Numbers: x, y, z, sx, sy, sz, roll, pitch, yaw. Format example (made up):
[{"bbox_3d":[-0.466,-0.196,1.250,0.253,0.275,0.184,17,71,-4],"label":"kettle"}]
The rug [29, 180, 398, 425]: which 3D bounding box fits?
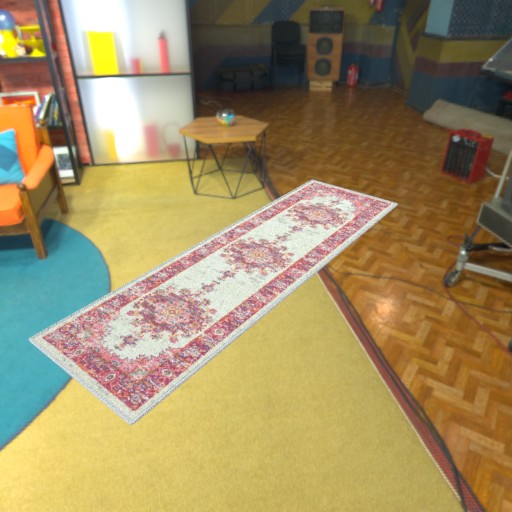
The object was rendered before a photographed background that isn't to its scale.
[{"bbox_3d":[0.000,0.000,1.982,0.562,0.009,1.824,23,39,32],"label":"rug"}]
